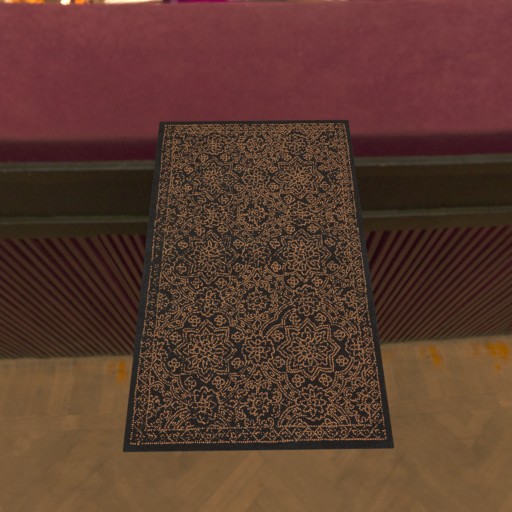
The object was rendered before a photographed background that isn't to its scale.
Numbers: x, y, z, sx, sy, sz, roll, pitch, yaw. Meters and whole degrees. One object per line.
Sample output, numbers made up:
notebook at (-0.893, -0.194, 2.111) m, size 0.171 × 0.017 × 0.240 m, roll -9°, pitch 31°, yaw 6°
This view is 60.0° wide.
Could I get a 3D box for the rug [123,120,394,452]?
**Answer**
rug at (0.000, 0.000, 3.035) m, size 1.526 × 0.015 × 2.441 m, roll -1°, pitch 63°, yaw 0°
